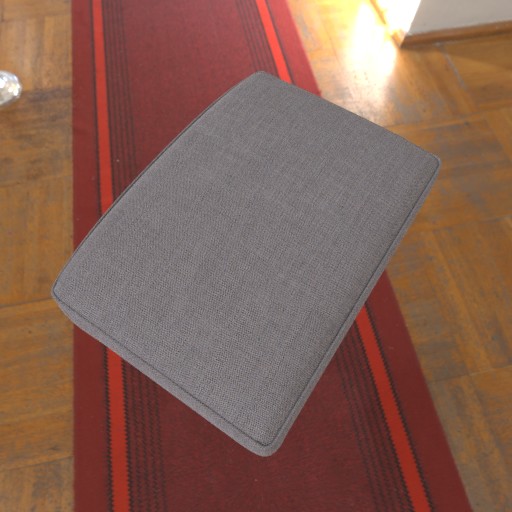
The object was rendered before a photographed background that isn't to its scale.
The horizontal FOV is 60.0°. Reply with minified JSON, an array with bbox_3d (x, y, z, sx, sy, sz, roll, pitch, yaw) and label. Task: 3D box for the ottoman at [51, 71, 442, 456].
[{"bbox_3d":[0.000,0.000,1.081,0.555,0.458,0.750,31,67,15],"label":"ottoman"}]
